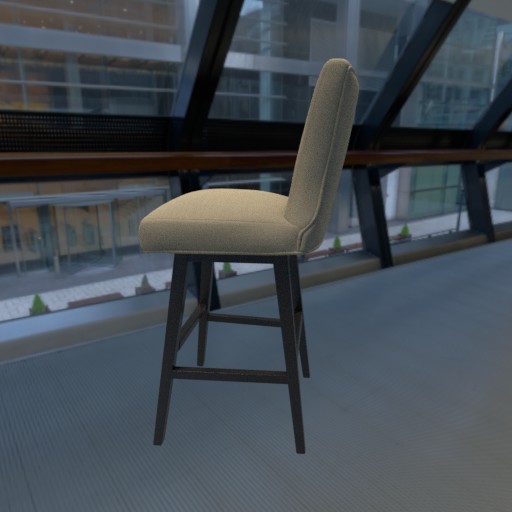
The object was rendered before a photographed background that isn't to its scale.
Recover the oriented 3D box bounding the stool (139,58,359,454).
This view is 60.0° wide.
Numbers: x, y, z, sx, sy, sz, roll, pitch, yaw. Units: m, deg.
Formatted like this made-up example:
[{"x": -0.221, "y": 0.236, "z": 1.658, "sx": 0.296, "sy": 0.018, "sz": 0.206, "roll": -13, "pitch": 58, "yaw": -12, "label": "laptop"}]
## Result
[{"x": 0.000, "y": 0.000, "z": 1.413, "sx": 0.574, "sy": 1.086, "sz": 0.514, "roll": 2, "pitch": 15, "yaw": 8, "label": "stool"}]
